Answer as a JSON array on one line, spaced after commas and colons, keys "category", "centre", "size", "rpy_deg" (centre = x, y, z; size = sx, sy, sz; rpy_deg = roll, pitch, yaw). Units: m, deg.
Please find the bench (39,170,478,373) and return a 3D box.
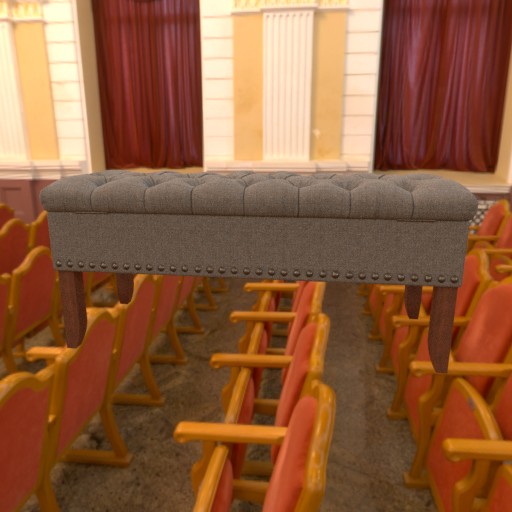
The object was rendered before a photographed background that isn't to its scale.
[{"category": "bench", "centre": [0.000, 0.000, 1.288], "size": [1.052, 0.470, 0.417], "rpy_deg": [2, 15, 8]}]
